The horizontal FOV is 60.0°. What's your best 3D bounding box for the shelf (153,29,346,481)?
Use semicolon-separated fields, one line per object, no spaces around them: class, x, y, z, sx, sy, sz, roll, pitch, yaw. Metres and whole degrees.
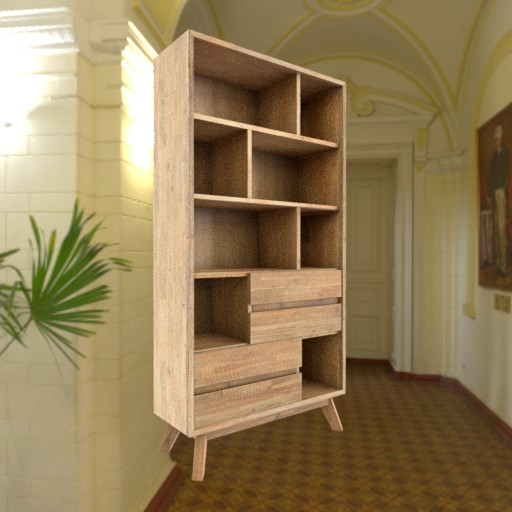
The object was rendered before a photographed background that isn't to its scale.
shelf;0.000;0.000;1.770;0.748;1.471;0.308;0;1;-37
